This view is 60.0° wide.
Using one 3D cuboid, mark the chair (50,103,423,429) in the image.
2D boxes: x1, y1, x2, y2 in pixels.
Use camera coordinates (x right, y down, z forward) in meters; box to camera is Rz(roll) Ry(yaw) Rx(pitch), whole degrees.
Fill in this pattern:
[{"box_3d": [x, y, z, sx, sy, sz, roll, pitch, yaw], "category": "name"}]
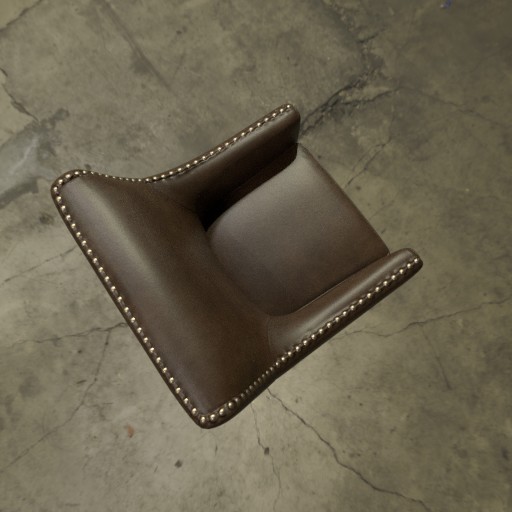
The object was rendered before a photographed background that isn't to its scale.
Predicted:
[{"box_3d": [0.000, 0.000, 1.321, 0.704, 0.813, 0.639, -34, 78, -9], "category": "chair"}]
